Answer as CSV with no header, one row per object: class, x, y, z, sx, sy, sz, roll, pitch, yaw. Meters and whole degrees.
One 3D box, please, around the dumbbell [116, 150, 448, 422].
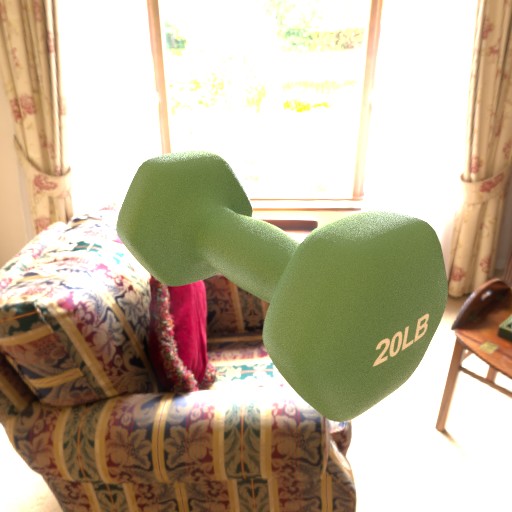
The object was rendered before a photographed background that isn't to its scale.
dumbbell,0.000,0.000,0.324,0.126,0.114,0.257,-18,31,-33
